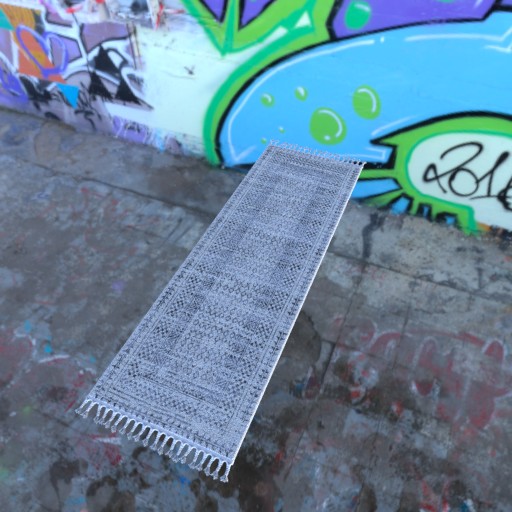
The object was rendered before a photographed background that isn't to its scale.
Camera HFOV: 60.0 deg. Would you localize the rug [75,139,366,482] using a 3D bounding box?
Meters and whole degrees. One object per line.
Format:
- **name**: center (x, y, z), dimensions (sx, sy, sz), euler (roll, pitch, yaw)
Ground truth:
- **rug**: center (0.000, 0.000, 2.706), dimensions (0.786, 0.013, 2.480), euler (17, 50, 15)
